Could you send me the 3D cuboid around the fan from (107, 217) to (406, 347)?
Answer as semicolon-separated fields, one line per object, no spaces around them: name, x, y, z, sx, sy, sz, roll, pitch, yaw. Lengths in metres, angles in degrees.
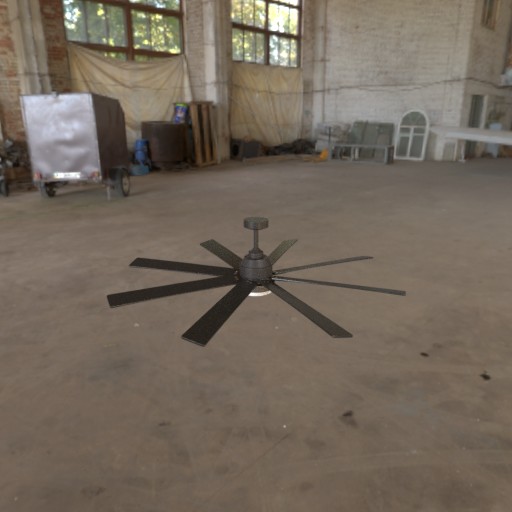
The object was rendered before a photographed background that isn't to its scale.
fan;0.000;0.000;2.804;1.830;0.472;1.830;-9;19;-25
